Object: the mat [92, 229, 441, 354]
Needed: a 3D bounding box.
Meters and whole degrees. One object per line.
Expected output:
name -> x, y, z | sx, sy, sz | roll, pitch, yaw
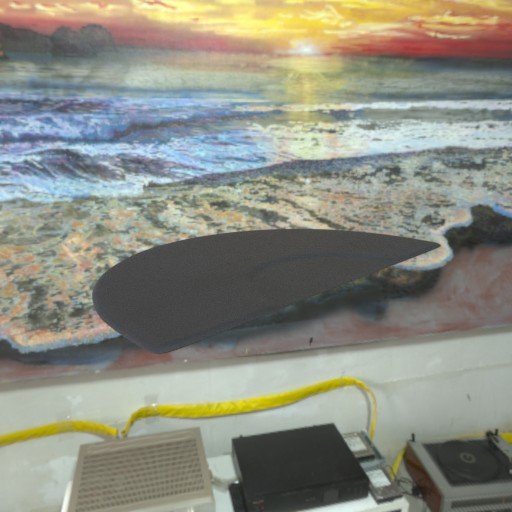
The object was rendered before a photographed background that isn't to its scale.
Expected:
mat -> 0.000, 0.000, 1.828 | 1.525, 0.016, 0.917 | -14, 21, -43
